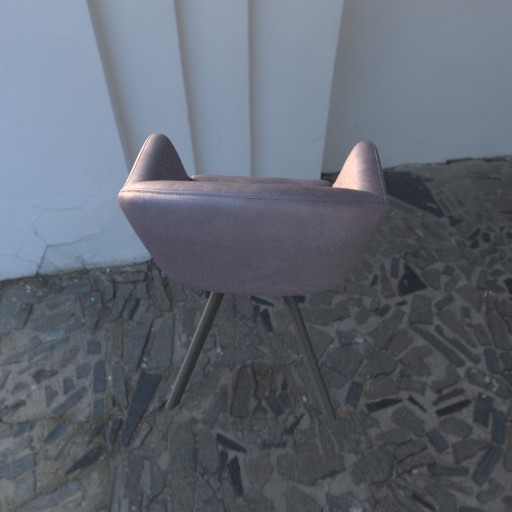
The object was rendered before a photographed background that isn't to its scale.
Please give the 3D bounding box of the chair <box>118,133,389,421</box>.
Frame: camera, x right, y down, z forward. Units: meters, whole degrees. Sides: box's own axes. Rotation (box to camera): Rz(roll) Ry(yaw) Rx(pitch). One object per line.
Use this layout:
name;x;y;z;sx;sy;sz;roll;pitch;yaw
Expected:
chair;0.000;0.000;1.136;0.567;0.781;0.544;3;45;3
